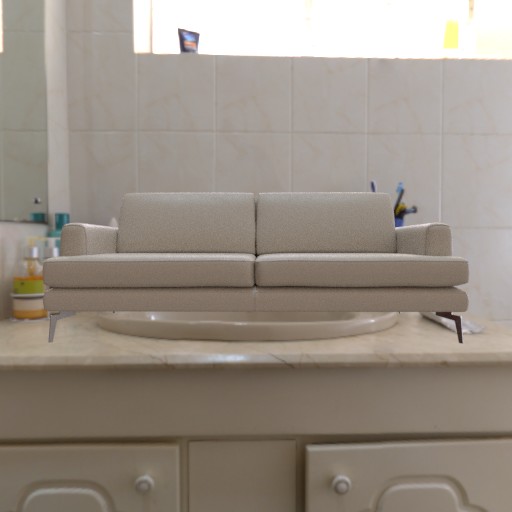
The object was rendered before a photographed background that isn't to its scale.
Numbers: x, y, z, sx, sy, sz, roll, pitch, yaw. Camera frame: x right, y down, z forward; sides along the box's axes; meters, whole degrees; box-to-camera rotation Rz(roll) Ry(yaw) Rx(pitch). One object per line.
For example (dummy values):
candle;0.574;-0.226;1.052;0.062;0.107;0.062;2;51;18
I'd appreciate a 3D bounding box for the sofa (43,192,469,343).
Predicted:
sofa;0.000;0.000;2.464;1.940;0.765;0.974;0;1;1
